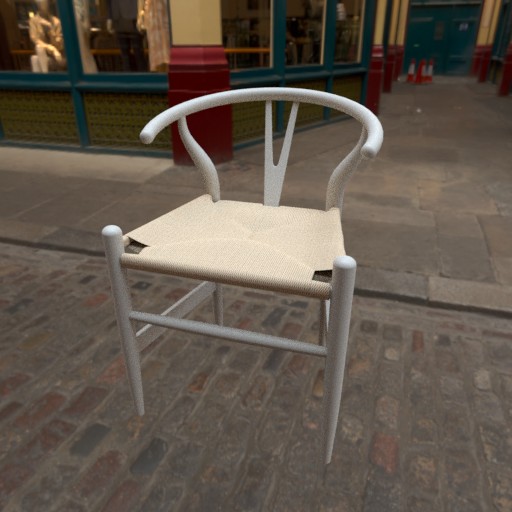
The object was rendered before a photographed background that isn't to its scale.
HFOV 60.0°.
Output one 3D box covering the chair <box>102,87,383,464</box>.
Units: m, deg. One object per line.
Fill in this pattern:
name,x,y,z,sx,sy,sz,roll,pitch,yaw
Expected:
chair,0.000,0.000,1.092,0.533,0.736,0.500,8,27,15
